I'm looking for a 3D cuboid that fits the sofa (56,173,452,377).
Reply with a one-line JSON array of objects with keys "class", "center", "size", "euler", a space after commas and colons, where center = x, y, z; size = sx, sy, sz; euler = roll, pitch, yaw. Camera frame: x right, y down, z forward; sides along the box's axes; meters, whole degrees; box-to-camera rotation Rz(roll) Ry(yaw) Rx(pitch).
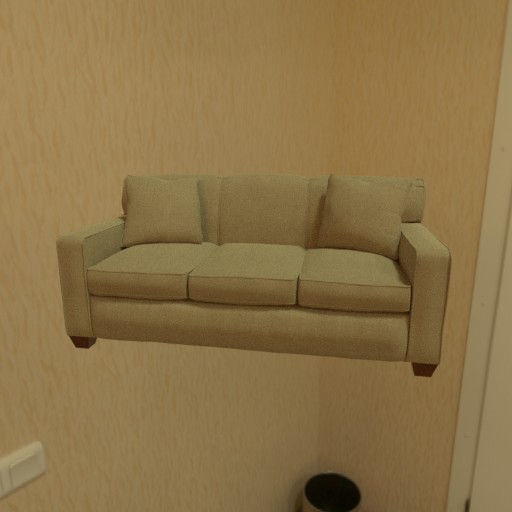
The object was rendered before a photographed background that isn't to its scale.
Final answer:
[{"class": "sofa", "center": [0.000, 0.000, 2.662], "size": [2.024, 0.958, 0.997], "euler": [2, 14, 10]}]
